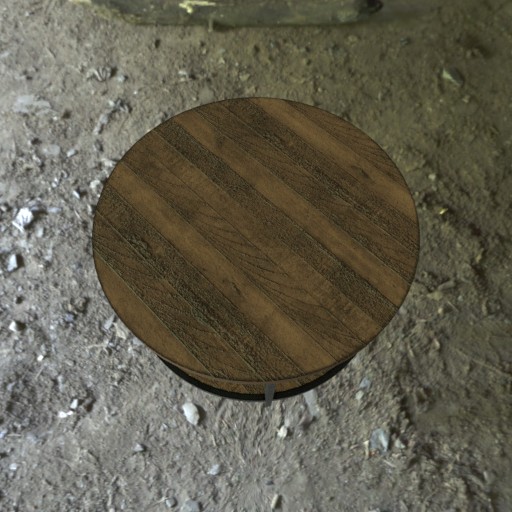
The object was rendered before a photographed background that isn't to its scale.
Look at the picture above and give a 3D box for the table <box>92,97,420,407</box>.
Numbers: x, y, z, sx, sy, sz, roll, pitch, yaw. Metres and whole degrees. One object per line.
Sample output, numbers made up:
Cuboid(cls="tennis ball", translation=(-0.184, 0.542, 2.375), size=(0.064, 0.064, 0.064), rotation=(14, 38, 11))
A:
Cuboid(cls="table", translation=(0.000, 0.000, 1.351), size=(0.837, 0.462, 0.837), rotation=(0, 64, 0))
